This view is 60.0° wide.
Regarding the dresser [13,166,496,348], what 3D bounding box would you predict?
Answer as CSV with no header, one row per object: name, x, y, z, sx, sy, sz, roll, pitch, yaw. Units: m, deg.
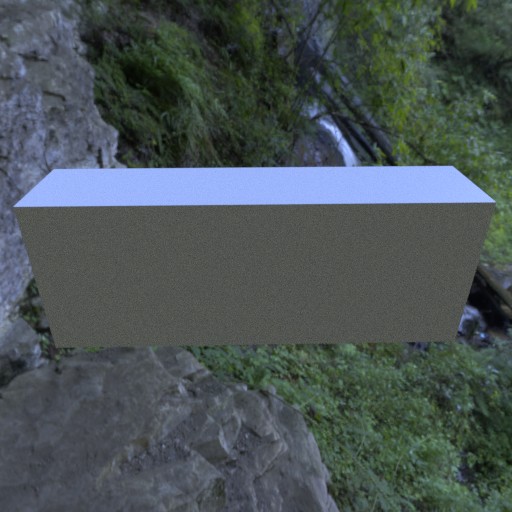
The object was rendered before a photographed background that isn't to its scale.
dresser,0.000,0.000,2.445,2.200,0.840,0.500,-1,31,-1
